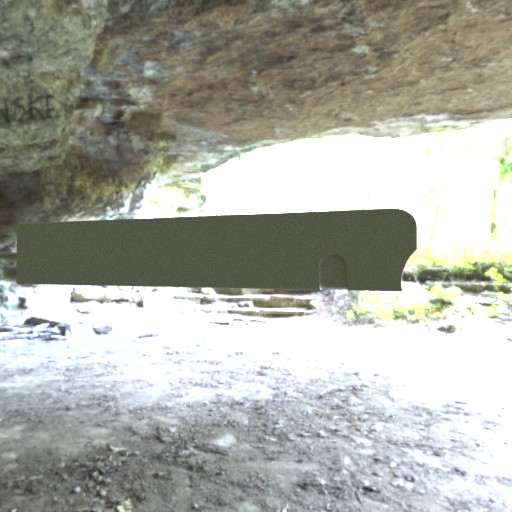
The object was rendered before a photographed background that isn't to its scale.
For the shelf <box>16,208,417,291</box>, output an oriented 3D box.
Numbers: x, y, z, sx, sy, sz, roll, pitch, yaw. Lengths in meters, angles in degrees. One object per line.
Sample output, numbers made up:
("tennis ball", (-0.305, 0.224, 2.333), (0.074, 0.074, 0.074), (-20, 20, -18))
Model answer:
("shelf", (0.000, 0.000, 0.458), (0.310, 0.050, 0.310), (0, -1, 19))
